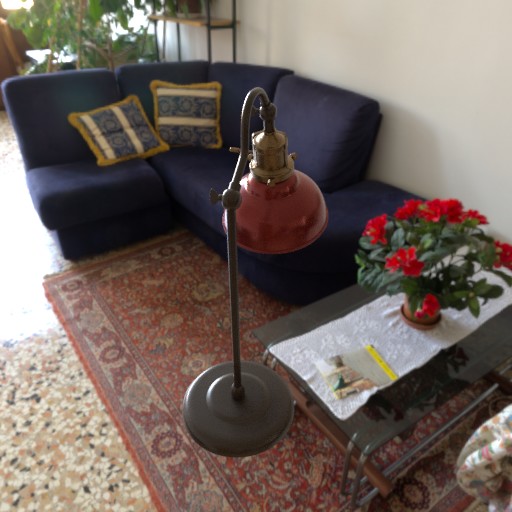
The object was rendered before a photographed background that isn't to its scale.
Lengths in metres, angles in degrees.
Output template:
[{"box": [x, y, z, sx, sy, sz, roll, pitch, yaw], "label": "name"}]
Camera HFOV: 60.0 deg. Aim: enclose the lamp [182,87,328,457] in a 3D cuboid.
[{"box": [0.000, 0.000, 0.700, 0.192, 0.508, 0.374, 11, 34, 16], "label": "lamp"}]
